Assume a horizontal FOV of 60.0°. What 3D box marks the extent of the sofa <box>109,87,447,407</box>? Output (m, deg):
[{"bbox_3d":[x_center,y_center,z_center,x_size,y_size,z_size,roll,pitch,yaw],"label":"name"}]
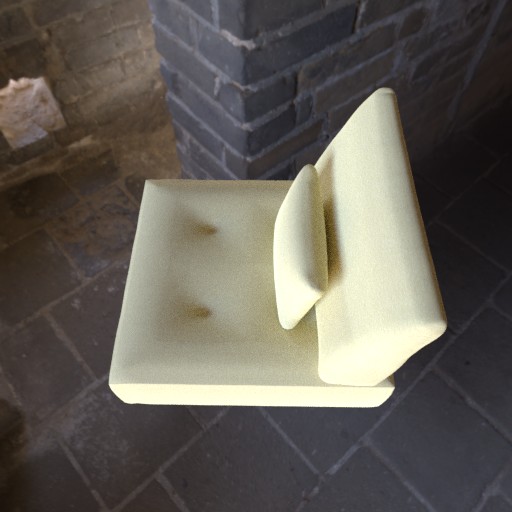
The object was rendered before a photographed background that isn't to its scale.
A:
[{"bbox_3d":[0.000,0.000,1.652,1.000,0.820,0.930,1,58,0],"label":"sofa"}]
